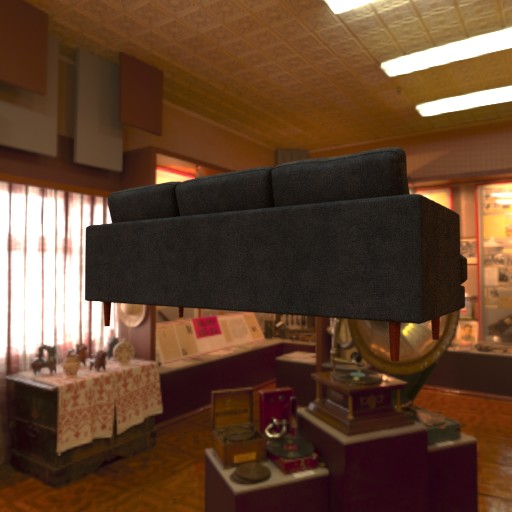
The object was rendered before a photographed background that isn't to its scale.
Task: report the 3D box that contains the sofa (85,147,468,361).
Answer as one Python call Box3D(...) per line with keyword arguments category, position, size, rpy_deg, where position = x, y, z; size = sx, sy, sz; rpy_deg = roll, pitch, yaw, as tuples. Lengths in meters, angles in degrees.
Box3D(category="sofa", position=(0.000, 0.000, 2.727), size=(2.246, 0.930, 0.903), rpy_deg=(-1, -2, 35))
